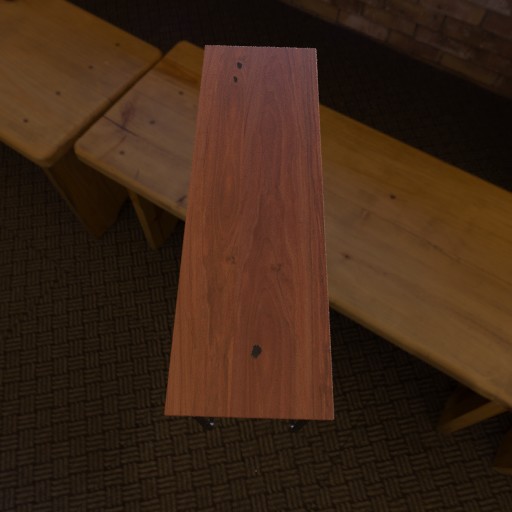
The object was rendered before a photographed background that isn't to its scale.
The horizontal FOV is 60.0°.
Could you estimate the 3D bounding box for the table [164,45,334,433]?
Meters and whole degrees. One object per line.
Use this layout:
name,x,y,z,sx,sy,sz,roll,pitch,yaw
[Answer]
table,0.000,0.000,1.489,0.350,0.750,1.100,1,64,1
